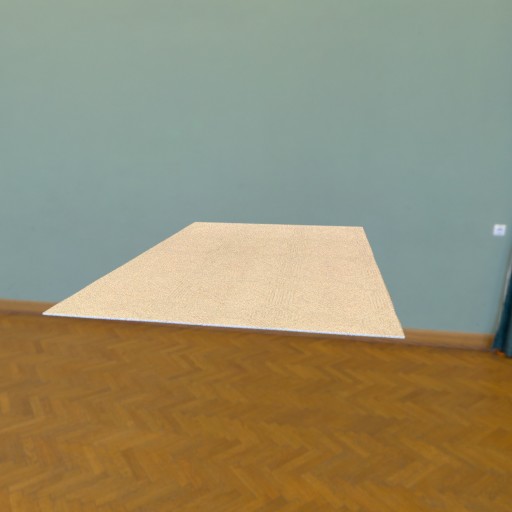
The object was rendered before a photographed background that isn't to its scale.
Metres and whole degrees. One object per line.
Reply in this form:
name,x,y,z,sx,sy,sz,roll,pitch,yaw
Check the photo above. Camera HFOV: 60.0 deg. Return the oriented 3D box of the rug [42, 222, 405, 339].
rug,0.000,0.000,2.337,1.236,0.009,1.839,2,15,9
